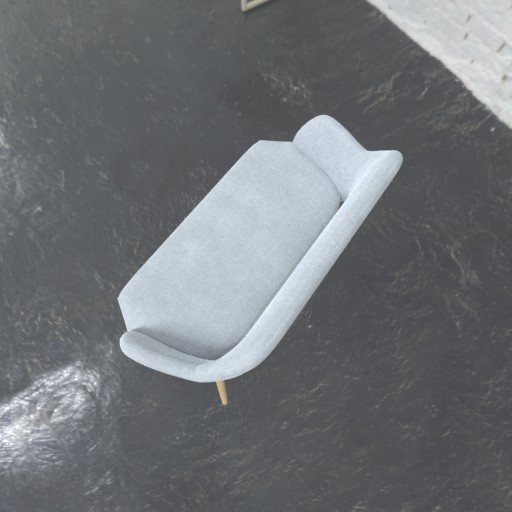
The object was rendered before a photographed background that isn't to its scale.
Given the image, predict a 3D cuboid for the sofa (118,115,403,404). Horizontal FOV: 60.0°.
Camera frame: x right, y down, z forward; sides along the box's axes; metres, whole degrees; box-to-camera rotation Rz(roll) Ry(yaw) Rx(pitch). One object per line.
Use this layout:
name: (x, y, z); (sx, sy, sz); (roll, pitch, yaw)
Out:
sofa: (0.000, 0.000, 1.694); (0.610, 0.840, 1.150); (32, 68, 15)
